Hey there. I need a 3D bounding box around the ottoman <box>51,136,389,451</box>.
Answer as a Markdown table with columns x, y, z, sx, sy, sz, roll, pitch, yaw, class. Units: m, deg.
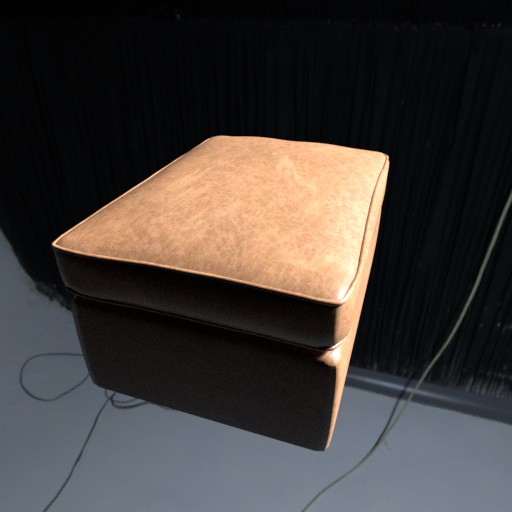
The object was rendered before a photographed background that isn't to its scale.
| x | y | z | sx | sy | sz | roll | pitch | yaw | class |
| --- | --- | --- | --- | --- | --- | --- | --- | --- | --- |
| 0.000 | 0.000 | 1.113 | 0.554 | 0.468 | 0.756 | 10 | 32 | 16 | ottoman |
